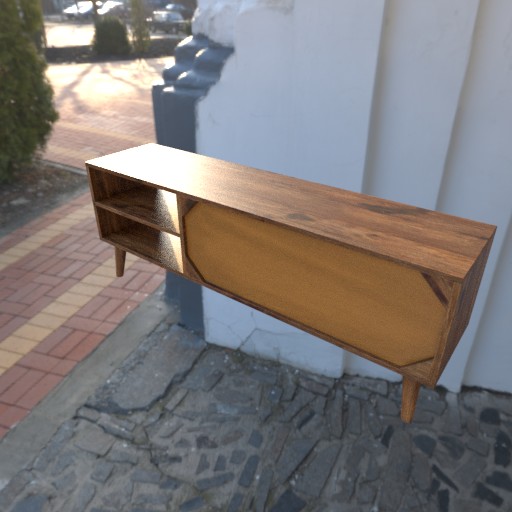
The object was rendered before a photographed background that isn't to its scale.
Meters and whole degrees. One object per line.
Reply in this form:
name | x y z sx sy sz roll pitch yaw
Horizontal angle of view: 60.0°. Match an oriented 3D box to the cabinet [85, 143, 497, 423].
cabinet | 0.000 0.000 1.642 1.448 0.528 0.349 20 35 32
